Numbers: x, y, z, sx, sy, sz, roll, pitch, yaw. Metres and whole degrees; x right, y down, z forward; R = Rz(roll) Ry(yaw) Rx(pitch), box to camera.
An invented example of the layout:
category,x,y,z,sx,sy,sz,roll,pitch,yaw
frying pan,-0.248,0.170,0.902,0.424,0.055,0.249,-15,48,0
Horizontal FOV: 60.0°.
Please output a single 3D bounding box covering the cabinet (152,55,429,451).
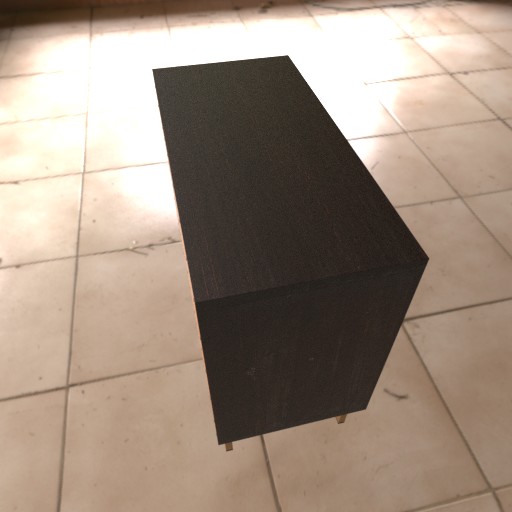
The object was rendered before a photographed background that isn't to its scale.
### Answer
category,x,y,z,sx,sy,sz,roll,pitch,yaw
cabinet,0.000,0.000,1.437,0.451,0.860,0.950,-10,48,-9
